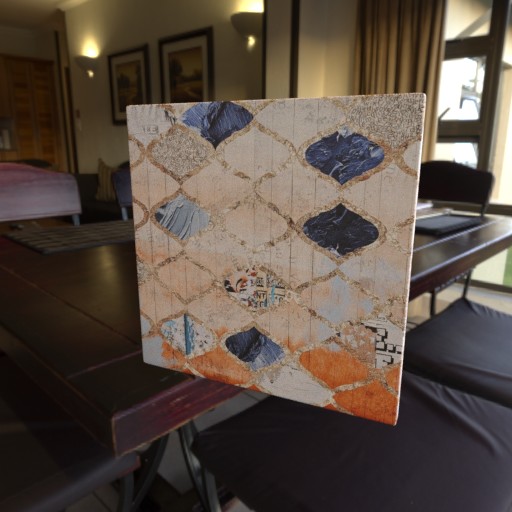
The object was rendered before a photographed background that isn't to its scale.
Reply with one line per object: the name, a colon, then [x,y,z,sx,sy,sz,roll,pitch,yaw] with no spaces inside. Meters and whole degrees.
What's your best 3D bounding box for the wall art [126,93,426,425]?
wall art: [0.000,0.000,1.376,0.912,0.914,0.039,7,16,24]
